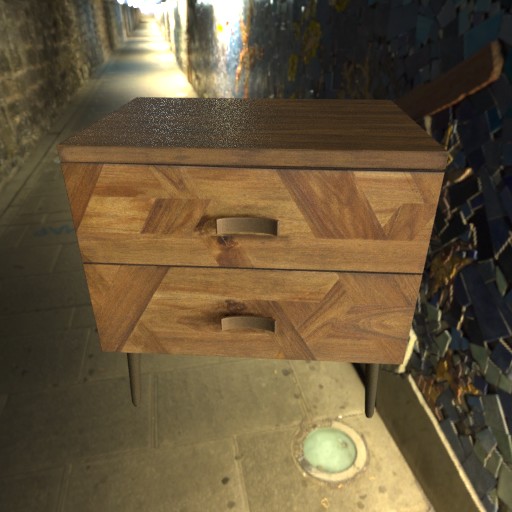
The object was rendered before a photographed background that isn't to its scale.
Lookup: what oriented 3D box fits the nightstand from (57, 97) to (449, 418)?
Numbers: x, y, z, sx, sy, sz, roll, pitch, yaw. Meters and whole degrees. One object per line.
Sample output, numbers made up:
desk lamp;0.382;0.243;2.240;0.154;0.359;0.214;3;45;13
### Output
nightstand;0.000;0.000;1.013;0.610;0.610;0.458;2;29;3
